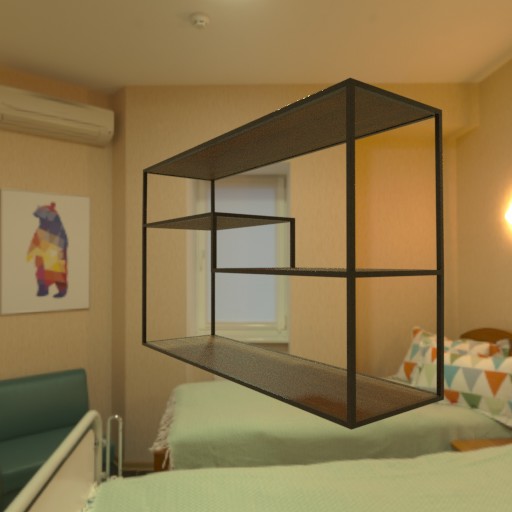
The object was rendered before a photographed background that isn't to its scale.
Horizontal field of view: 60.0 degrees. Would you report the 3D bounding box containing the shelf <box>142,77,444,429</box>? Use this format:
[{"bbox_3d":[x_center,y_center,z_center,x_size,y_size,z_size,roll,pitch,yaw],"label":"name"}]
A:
[{"bbox_3d":[0.000,0.000,1.552,0.361,0.765,1.201,1,-1,-36],"label":"shelf"}]
